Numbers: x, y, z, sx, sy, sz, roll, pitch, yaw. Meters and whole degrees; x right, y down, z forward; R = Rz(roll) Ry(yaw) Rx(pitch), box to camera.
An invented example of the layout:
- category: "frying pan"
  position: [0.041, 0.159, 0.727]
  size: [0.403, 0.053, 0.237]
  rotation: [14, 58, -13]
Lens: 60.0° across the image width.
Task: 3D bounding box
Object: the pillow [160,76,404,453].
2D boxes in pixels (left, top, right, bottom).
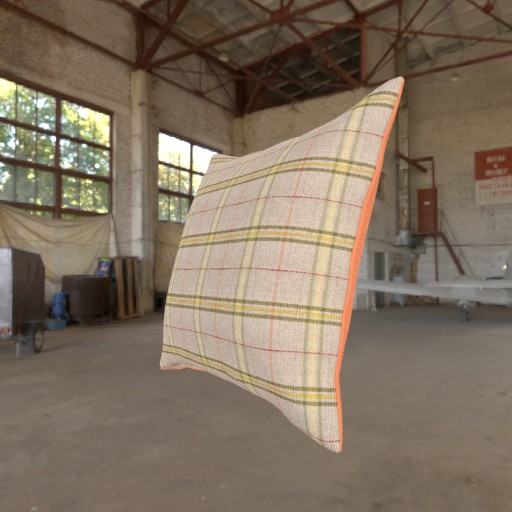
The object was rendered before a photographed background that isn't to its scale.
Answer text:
- category: "pillow"
  position: [0.000, 0.000, 0.682]
  size: [0.200, 0.430, 0.453]
  rotation: [1, -2, -36]
